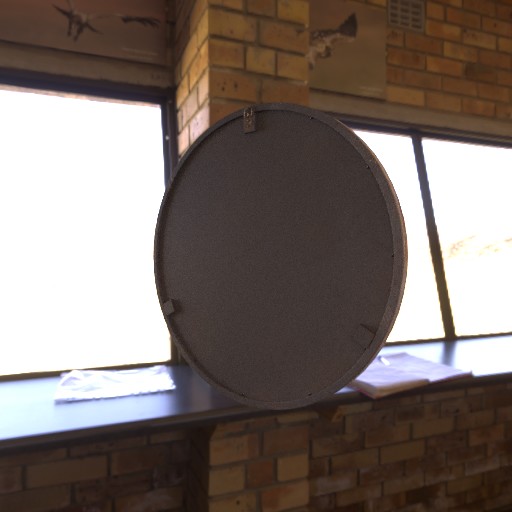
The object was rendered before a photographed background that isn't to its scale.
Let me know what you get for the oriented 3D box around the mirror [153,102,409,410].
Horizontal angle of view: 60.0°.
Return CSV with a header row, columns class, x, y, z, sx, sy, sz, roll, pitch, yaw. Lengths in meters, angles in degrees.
class,x,y,z,sx,sy,sz,roll,pitch,yaw
mirror,0.000,0.000,1.057,0.710,0.710,0.038,0,0,37
